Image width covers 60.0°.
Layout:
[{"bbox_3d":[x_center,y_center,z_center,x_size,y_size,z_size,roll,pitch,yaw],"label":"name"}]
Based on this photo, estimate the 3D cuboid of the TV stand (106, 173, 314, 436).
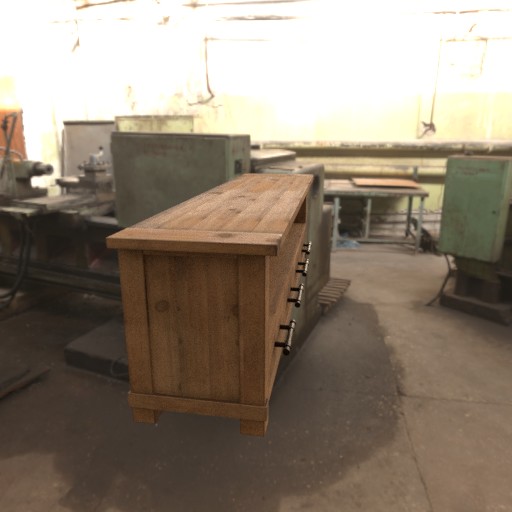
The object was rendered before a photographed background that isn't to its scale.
[{"bbox_3d":[0.000,0.000,2.004,0.453,0.573,1.804,3,16,10],"label":"TV stand"}]
